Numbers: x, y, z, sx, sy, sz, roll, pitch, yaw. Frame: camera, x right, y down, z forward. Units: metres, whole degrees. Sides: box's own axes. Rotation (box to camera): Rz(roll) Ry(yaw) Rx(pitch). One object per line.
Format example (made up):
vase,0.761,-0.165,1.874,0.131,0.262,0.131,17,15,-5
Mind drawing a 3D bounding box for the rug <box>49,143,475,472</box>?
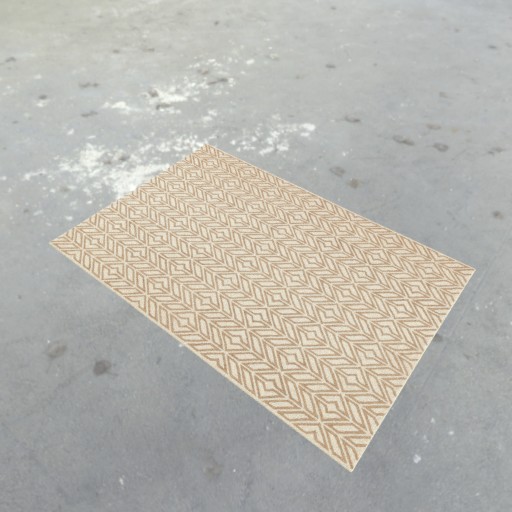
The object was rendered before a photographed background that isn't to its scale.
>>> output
rug,0.000,0.000,2.274,1.828,0.007,1.220,30,53,25
